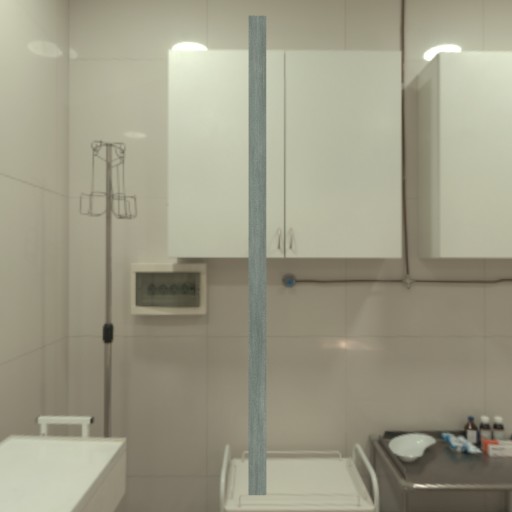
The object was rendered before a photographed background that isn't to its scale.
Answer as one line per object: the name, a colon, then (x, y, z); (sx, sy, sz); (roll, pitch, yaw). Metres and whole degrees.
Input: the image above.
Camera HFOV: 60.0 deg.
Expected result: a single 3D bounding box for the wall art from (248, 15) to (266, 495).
wall art: (0.000, 0.000, 0.777); (0.022, 0.582, 0.479); (0, -1, 0)
